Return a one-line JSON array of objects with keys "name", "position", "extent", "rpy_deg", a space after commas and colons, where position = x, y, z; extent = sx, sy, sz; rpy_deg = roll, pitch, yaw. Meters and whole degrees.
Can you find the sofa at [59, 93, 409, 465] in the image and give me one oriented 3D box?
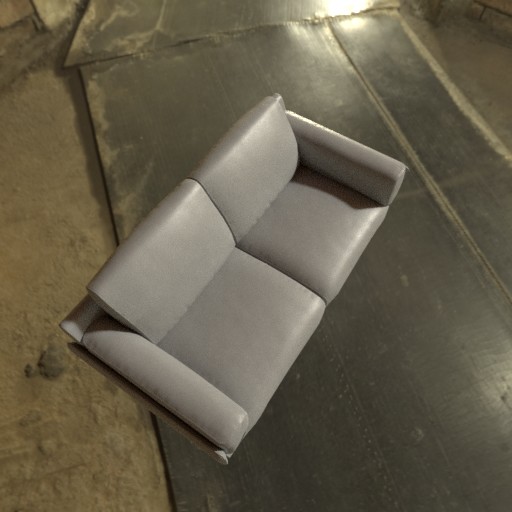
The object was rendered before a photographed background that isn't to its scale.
[{"name": "sofa", "position": [0.000, 0.000, 2.692], "extent": [1.049, 0.930, 2.101], "rpy_deg": [30, 65, 16]}]
